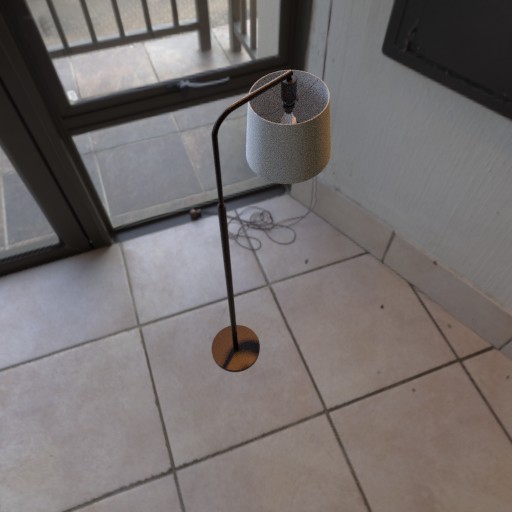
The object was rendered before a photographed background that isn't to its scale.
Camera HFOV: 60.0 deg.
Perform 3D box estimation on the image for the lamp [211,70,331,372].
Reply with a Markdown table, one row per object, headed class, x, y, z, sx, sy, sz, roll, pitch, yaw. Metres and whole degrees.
| class | x | y | z | sx | sy | sz | roll | pitch | yaw |
| --- | --- | --- | --- | --- | --- | --- | --- | --- | --- |
| lamp | 0.000 | 0.000 | 1.689 | 0.508 | 1.478 | 0.254 | -34 | 63 | -20 |
